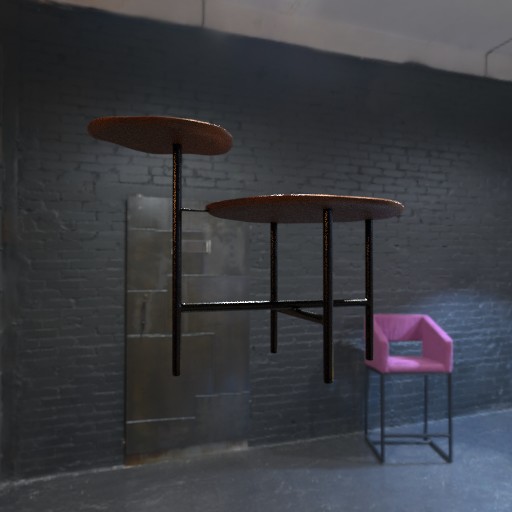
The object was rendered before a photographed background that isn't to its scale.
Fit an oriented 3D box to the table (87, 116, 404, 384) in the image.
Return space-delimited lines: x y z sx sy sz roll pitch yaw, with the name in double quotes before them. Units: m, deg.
"table" 0.000 0.000 1.062 0.759 0.538 0.442 0 -1 -18
